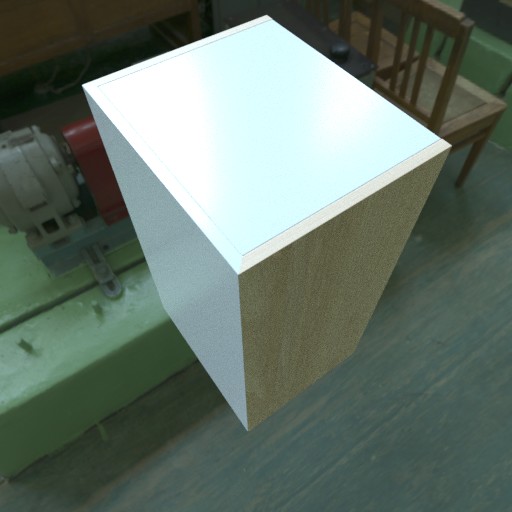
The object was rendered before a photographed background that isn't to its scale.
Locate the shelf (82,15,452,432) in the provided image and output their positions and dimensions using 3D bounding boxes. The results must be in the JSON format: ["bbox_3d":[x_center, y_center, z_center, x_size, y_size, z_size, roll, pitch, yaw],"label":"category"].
[{"bbox_3d":[0.000,0.000,0.774,0.290,0.600,0.350,-31,61,-19],"label":"shelf"}]
